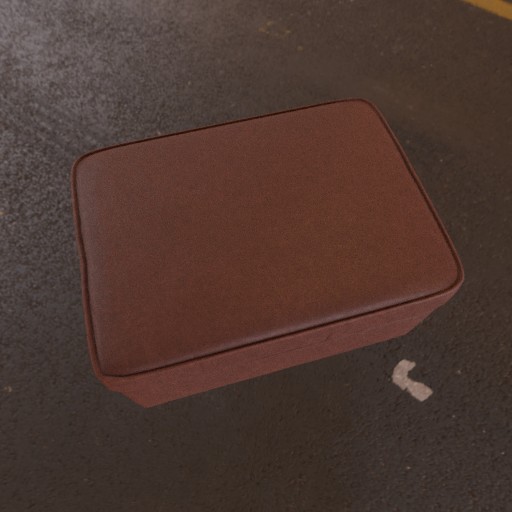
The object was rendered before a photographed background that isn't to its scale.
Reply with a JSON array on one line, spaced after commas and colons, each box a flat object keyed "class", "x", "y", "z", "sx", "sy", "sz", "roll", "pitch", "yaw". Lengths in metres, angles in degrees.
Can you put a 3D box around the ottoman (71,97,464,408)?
[{"class": "ottoman", "x": 0.000, "y": 0.000, "z": 1.093, "sx": 0.749, "sy": 0.449, "sz": 0.548, "roll": -14, "pitch": 64, "yaw": -7}]
